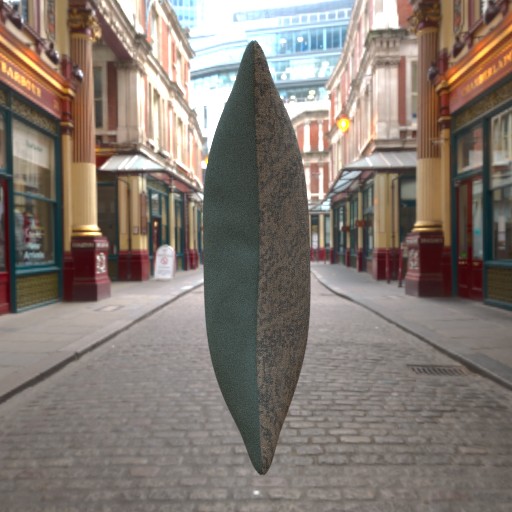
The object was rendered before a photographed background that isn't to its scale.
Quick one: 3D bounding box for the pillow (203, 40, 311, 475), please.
[{"bbox_3d":[0.000,0.000,0.771,0.166,0.507,0.526,0,0,-1],"label":"pillow"}]
